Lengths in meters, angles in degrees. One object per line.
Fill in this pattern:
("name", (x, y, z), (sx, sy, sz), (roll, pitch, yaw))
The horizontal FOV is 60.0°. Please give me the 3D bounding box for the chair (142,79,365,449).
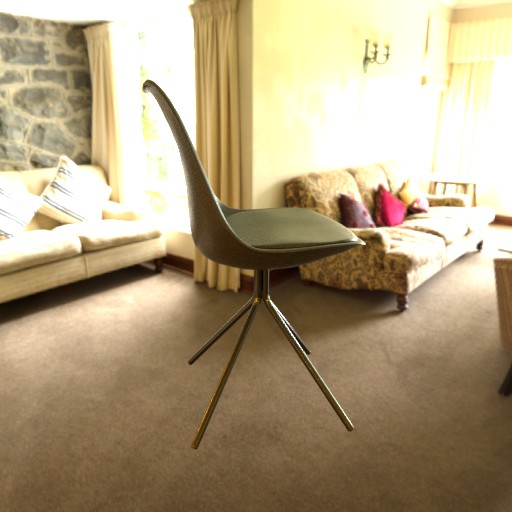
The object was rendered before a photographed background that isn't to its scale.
("chair", (0.000, 0.000, 1.176), (0.525, 0.850, 0.461), (-3, 17, -9))
